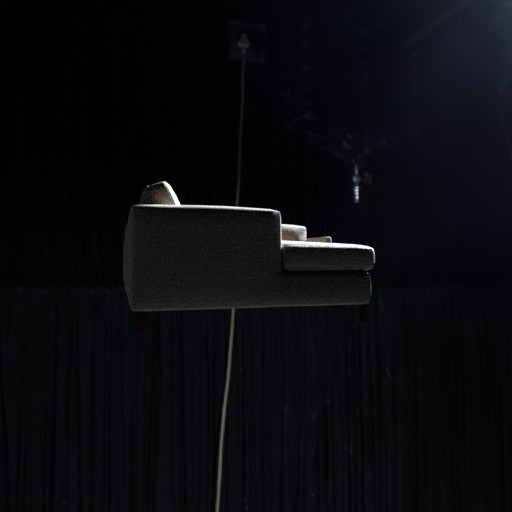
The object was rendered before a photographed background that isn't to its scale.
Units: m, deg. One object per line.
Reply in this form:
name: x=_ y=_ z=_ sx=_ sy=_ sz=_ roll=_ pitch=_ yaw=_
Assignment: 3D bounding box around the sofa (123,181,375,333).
sofa: x=0.000 y=0.000 z=4.551 sx=2.593 sy=0.959 sz=3.460 roll=0 pitch=-1 yaw=-17
